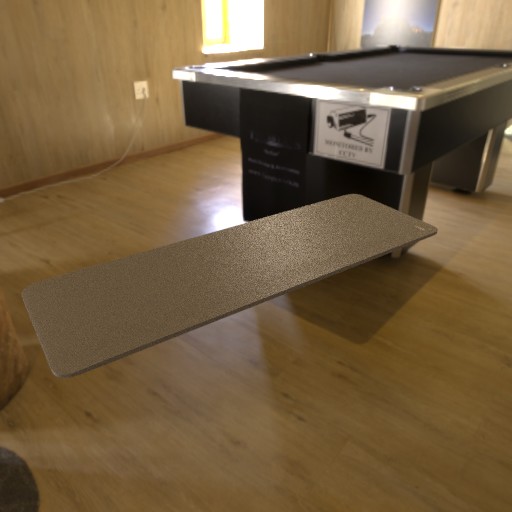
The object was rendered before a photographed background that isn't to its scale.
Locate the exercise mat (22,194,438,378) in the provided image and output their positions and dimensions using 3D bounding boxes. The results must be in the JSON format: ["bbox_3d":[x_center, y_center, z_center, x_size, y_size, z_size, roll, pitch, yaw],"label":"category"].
[{"bbox_3d":[0.000,0.000,2.020,1.884,0.021,0.616,-18,34,-29],"label":"exercise mat"}]
